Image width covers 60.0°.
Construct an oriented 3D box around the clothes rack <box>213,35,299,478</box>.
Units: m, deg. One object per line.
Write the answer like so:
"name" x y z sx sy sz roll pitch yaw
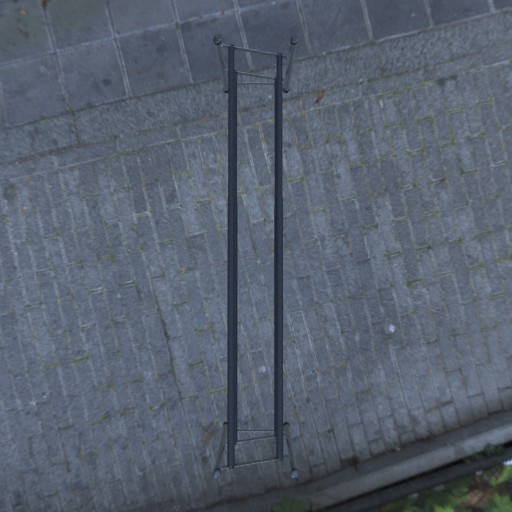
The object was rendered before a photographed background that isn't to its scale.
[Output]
"clothes rack" 0.000 0.000 1.339 0.229 0.349 1.168 0 89 0
